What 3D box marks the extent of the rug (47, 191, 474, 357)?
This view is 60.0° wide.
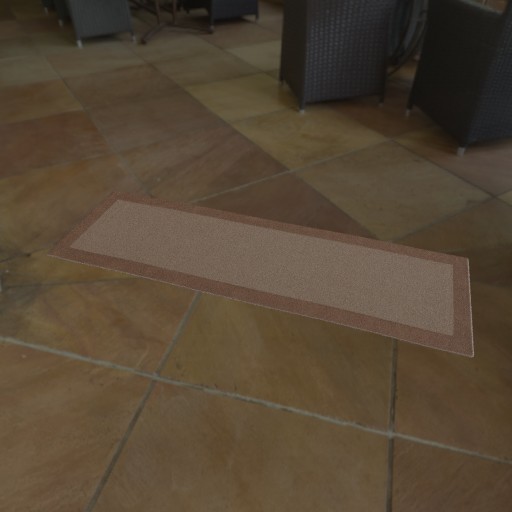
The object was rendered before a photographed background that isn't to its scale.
[{"bbox_3d":[0.000,0.000,2.672,2.430,0.012,0.767,12,42,14],"label":"rug"}]
